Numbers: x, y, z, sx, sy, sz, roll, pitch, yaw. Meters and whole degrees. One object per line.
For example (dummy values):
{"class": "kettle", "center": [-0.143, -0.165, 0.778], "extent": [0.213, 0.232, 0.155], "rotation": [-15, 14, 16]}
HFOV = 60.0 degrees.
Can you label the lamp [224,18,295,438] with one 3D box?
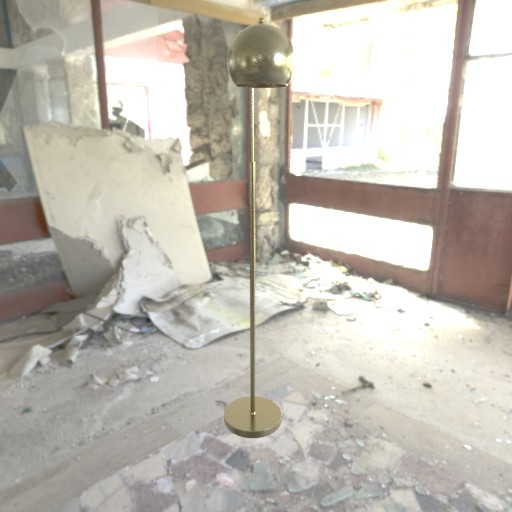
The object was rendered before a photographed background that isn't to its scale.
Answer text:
{"class": "lamp", "center": [0.000, 0.000, 1.627], "extent": [0.250, 1.526, 0.431], "rotation": [-2, 16, -8]}
